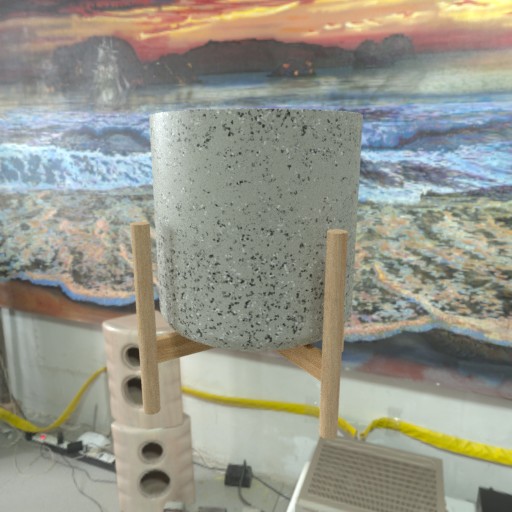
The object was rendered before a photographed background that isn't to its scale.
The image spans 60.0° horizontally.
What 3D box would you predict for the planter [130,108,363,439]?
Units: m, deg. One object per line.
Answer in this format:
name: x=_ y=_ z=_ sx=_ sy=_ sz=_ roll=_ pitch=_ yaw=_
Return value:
planter: x=0.000 y=0.000 z=0.696 sx=0.360 sy=0.419 sz=0.360 roll=-2 pitch=14 yaw=-10
